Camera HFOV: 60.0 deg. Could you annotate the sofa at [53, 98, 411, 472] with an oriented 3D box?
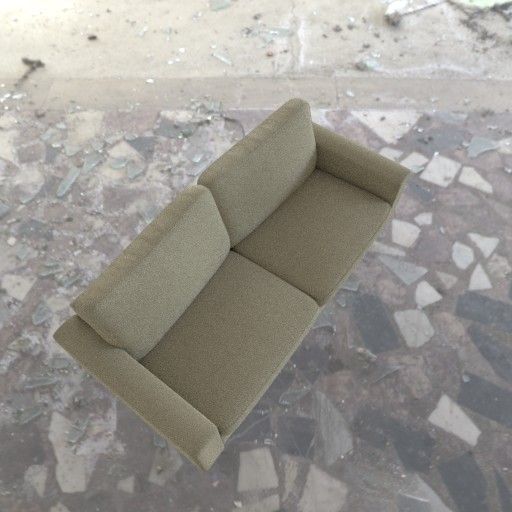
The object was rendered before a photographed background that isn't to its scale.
[{"bbox_3d":[0.000,0.000,2.691,1.016,0.873,2.179,32,63,19],"label":"sofa"}]
